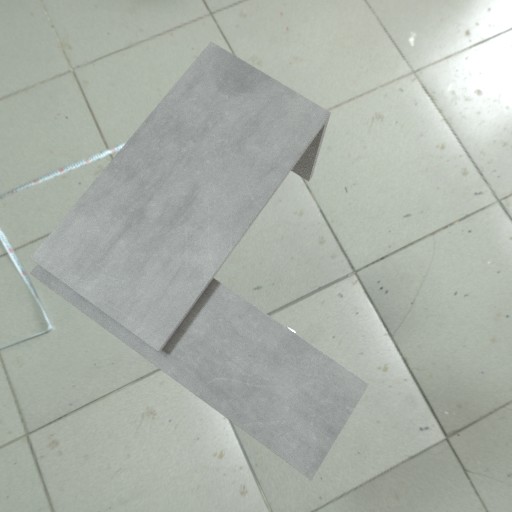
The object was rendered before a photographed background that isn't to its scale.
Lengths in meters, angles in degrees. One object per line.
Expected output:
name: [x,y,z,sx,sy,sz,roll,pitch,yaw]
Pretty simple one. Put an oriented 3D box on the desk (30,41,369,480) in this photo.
desk: [0.000,0.000,2.303,1.500,0.740,1.400,34,78,8]
